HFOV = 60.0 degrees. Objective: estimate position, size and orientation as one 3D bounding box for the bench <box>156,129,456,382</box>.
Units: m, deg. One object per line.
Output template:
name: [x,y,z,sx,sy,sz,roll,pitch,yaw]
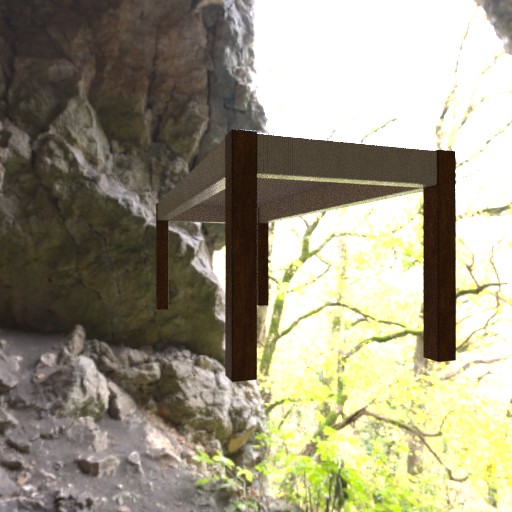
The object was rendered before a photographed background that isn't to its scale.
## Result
bench: [0.000,0.000,1.447,0.507,0.457,1.198,0,0,-19]
